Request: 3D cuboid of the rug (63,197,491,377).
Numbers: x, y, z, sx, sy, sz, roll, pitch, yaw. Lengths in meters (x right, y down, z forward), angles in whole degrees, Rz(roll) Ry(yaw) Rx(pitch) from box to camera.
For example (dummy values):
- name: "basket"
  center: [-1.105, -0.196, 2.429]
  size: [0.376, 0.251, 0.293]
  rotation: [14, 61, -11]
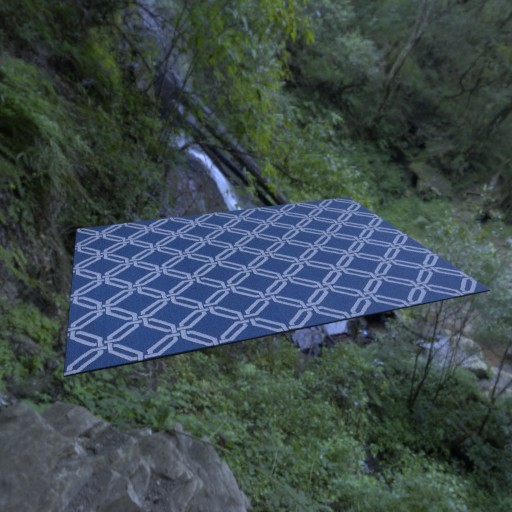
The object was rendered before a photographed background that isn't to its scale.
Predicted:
- name: "rug"
  center: [0.000, 0.000, 4.277]
  size: [3.342, 0.018, 2.432]
  rotation: [-8, 28, -16]
